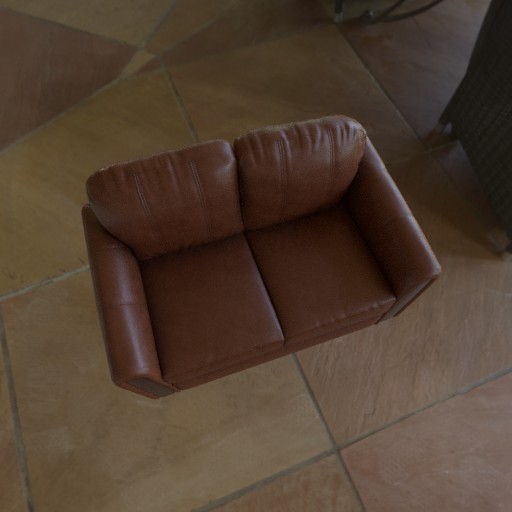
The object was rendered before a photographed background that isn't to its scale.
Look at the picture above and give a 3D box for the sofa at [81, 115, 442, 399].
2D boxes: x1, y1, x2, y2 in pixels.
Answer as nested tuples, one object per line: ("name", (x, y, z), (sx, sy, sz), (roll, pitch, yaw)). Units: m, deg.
("sofa", (0.000, 0.000, 2.024), (1.406, 0.906, 0.805), (-17, 65, -8))
